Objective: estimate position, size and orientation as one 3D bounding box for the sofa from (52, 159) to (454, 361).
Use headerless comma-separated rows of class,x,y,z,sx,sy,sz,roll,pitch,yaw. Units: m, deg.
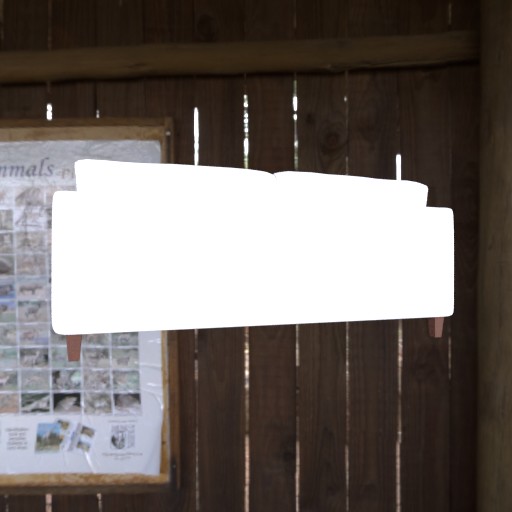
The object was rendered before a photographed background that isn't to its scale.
sofa,0.000,0.000,2.641,2.139,0.933,0.924,0,-1,-18
